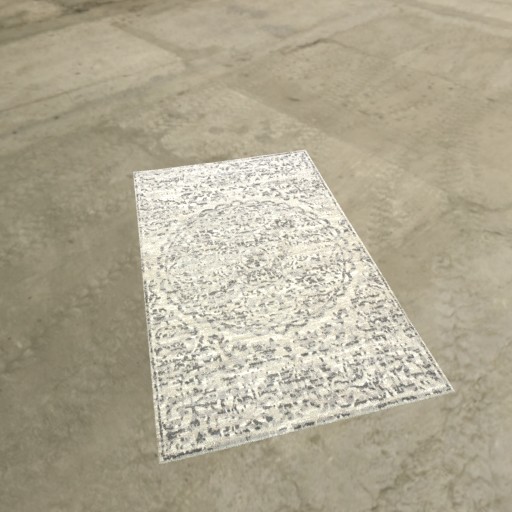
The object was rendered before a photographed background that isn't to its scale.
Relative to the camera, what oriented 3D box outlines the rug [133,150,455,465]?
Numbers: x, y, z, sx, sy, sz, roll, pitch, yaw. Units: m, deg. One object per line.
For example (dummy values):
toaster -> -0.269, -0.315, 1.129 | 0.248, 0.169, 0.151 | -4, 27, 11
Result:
rug -> 0.000, 0.000, 3.018 | 1.527, 0.021, 2.447 | -10, 45, -10
